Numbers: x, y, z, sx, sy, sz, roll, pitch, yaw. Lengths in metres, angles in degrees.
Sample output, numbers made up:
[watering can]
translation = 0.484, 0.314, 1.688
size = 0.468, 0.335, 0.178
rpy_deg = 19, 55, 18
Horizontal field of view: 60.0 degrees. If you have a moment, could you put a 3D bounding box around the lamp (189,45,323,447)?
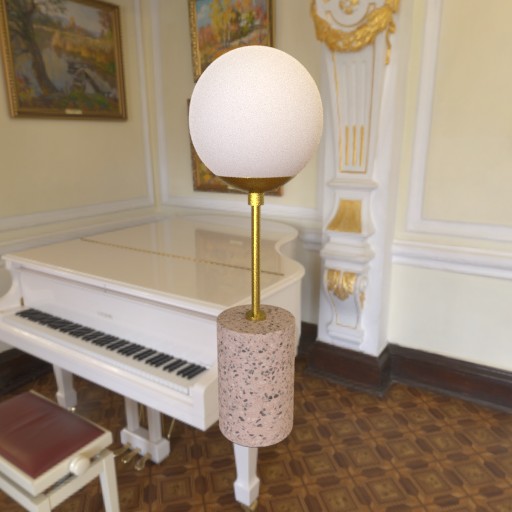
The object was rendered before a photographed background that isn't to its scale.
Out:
[lamp]
translation = 0.000, 0.000, 0.553
size = 0.153, 0.480, 0.153
rpy_deg = 0, 15, 0
